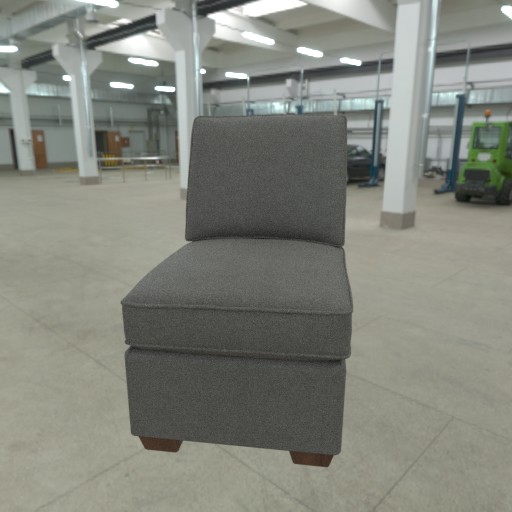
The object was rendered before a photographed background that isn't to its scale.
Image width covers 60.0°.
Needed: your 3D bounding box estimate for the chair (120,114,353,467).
[{"bbox_3d":[0.000,0.000,1.533,0.621,0.970,0.938,2,15,8],"label":"chair"}]
